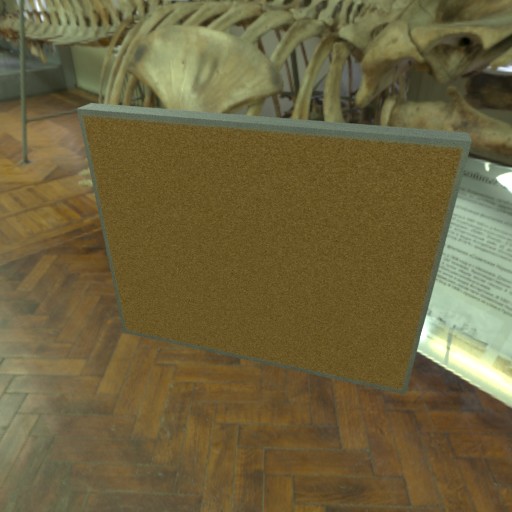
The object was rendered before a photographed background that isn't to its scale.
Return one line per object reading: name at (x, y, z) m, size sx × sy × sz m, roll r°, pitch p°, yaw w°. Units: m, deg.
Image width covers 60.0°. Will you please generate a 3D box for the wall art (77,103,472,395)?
wall art at (0.000, 0.000, 0.740) m, size 0.557 × 0.450 × 0.037 m, roll 9°, pitch 33°, yaw 14°
